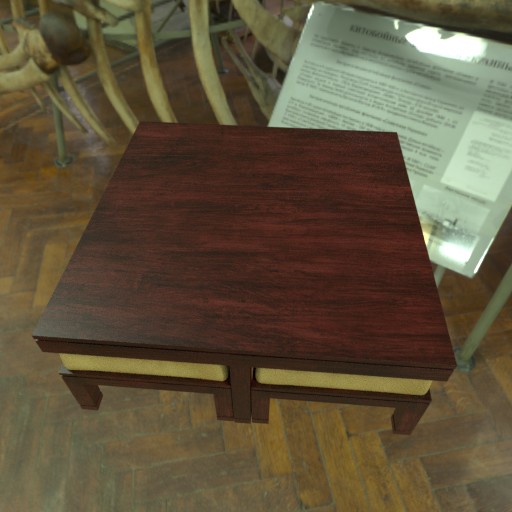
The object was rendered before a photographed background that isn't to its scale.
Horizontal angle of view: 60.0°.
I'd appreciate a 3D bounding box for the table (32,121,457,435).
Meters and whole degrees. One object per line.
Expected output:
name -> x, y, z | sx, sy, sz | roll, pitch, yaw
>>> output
table -> 0.000, 0.000, 1.322 | 0.865, 0.356, 0.865 | 3, 47, 3
